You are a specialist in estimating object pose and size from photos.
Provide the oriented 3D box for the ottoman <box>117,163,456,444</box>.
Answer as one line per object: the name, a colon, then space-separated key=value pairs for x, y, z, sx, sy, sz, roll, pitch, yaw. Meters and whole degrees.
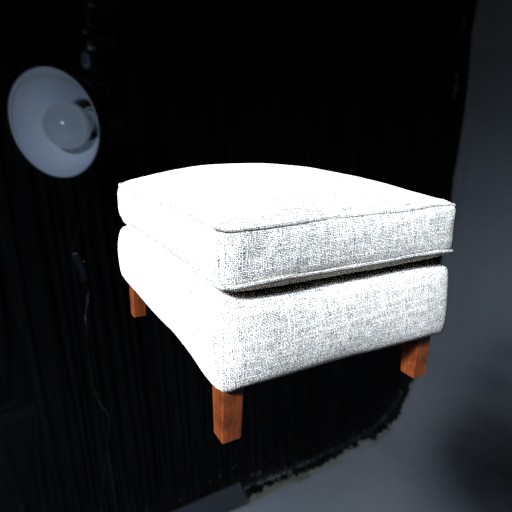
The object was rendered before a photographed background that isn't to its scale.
ottoman: x=0.000 y=0.000 z=0.998 sx=0.508 sy=0.406 sz=0.686 roll=-8 pitch=17 yaw=-27
